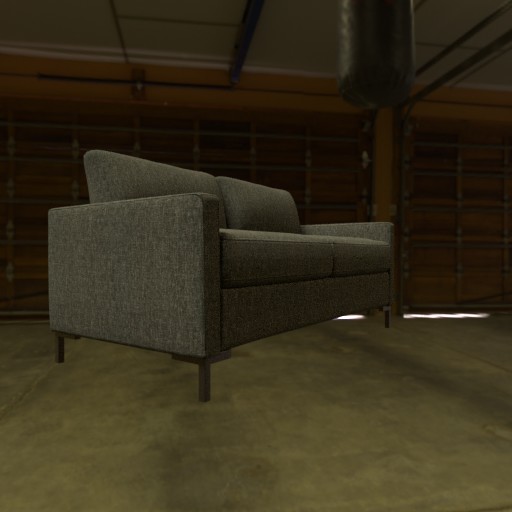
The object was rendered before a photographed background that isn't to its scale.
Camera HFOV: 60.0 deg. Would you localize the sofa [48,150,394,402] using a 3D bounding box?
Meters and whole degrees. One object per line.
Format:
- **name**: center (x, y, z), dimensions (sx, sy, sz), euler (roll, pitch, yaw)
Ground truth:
- **sofa**: center (0.000, 0.000, 2.215), dimensions (0.866, 0.862, 1.716), euler (0, 1, 36)
